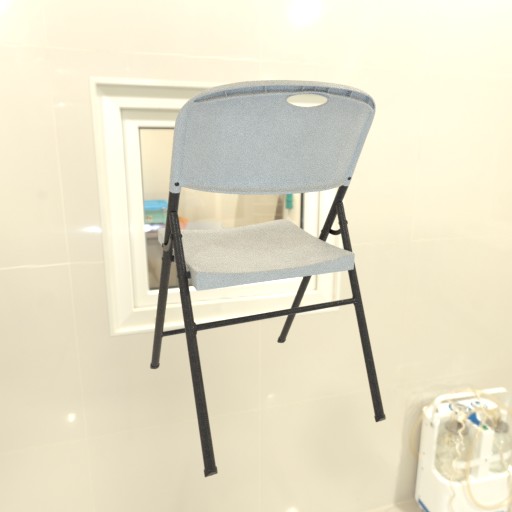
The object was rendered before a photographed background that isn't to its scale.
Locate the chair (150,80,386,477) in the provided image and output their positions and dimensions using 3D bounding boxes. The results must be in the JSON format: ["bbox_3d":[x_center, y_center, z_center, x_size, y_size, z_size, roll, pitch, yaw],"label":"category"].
[{"bbox_3d":[0.000,0.000,1.186,0.494,0.810,0.566,-6,15,-24],"label":"chair"}]
